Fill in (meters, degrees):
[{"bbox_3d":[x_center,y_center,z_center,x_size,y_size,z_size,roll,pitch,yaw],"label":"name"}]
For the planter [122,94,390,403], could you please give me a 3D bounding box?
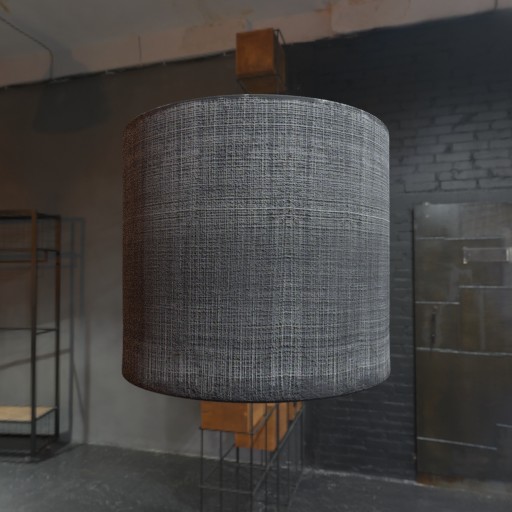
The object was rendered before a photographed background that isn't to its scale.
[{"bbox_3d":[0.000,0.000,0.438,0.254,0.221,0.254,0,-2,0],"label":"planter"}]
